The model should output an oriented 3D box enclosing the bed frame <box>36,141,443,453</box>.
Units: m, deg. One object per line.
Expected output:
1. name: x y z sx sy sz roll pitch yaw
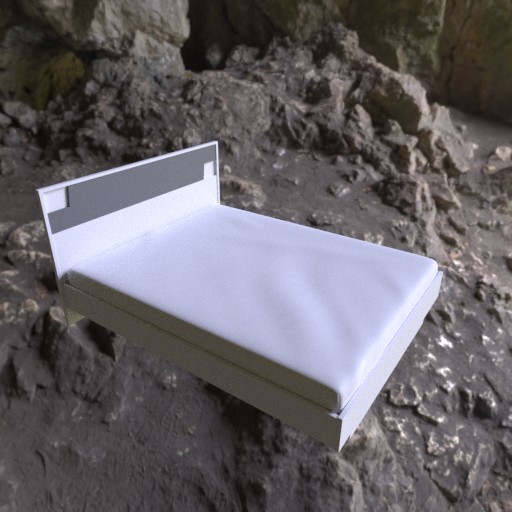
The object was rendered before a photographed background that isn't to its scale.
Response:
1. bed frame: 0.000 0.000 3.024 2.100 1.001 1.711 17 31 31
